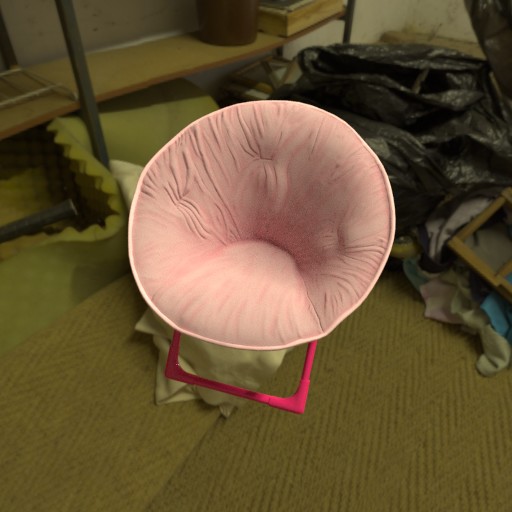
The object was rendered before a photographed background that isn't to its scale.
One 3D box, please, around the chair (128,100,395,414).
[{"bbox_3d":[0.000,0.000,0.933,0.522,0.494,0.459,11,42,13],"label":"chair"}]
